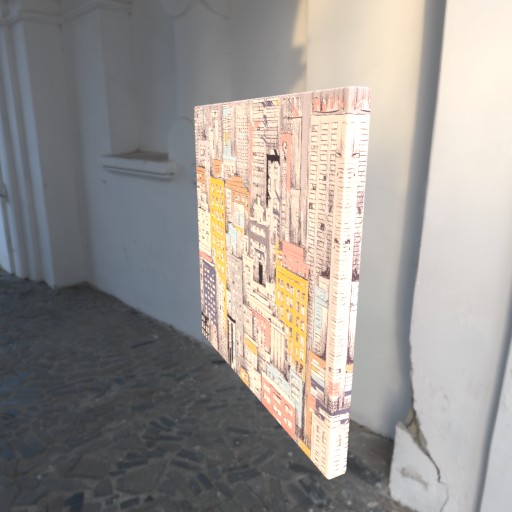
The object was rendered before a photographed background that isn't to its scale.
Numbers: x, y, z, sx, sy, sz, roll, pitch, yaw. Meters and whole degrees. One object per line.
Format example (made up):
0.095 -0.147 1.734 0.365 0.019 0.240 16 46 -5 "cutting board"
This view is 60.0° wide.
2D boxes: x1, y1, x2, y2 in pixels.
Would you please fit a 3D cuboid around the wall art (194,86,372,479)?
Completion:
0.000 0.000 1.144 0.048 0.762 0.761 -8 18 -25 "wall art"
